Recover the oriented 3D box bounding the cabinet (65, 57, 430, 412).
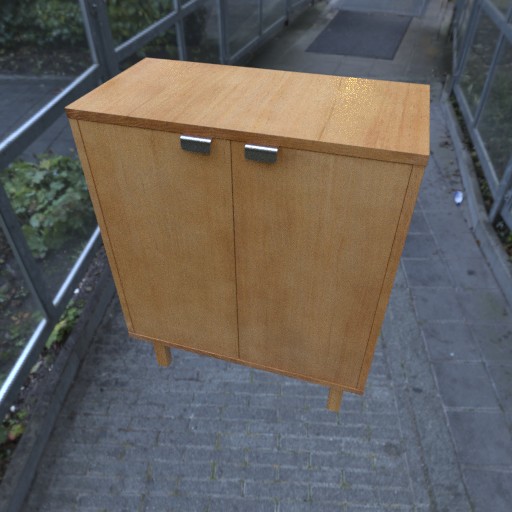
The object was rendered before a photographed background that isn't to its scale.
[{"bbox_3d":[0.000,0.000,1.387,0.800,1.001,0.419,11,41,13],"label":"cabinet"}]
